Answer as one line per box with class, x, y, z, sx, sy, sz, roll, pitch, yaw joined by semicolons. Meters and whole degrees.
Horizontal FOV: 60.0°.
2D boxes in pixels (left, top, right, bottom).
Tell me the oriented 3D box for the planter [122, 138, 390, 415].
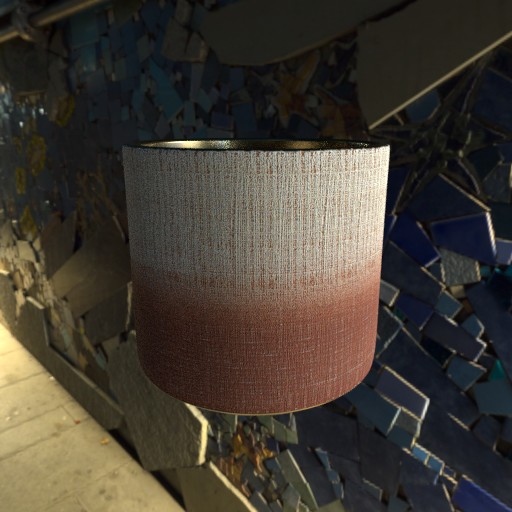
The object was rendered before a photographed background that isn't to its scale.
planter;0.000;0.000;0.402;0.221;0.201;0.221;0;17;0
